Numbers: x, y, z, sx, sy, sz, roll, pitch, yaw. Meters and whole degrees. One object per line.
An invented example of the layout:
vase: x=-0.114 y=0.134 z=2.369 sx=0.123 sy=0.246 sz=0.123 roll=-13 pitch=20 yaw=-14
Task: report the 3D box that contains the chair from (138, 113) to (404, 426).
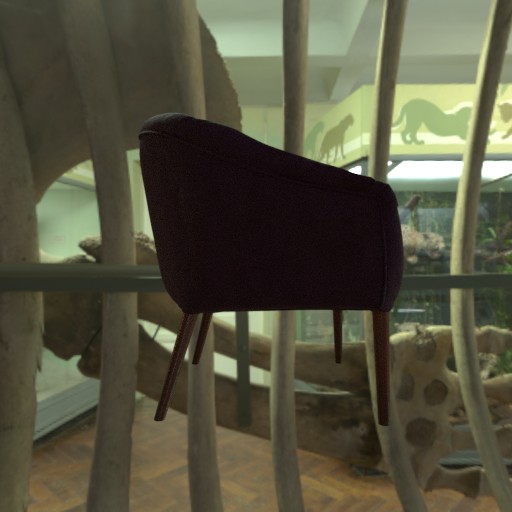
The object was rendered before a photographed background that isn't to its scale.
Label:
chair: x=0.000 y=0.000 z=1.511 sx=0.776 sy=0.885 sz=0.851 roll=0 pitch=-1 yaw=1
